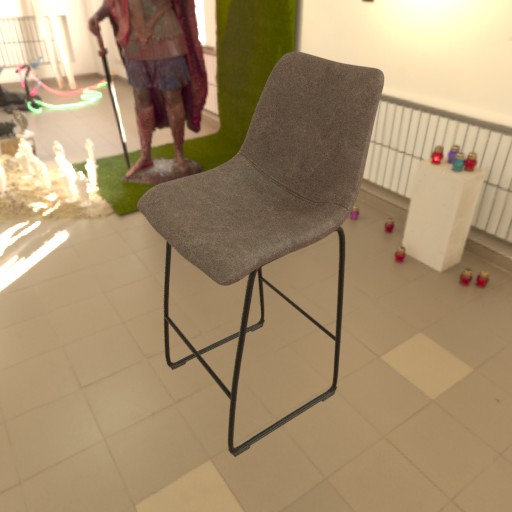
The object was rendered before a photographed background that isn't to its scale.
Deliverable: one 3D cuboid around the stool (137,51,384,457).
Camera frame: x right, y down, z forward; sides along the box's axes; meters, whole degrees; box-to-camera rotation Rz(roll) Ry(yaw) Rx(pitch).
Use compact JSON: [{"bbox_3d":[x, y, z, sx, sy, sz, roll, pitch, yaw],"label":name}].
[{"bbox_3d":[0.000,0.000,1.371,0.561,1.082,0.514,-21,39,-29],"label":"stool"}]
